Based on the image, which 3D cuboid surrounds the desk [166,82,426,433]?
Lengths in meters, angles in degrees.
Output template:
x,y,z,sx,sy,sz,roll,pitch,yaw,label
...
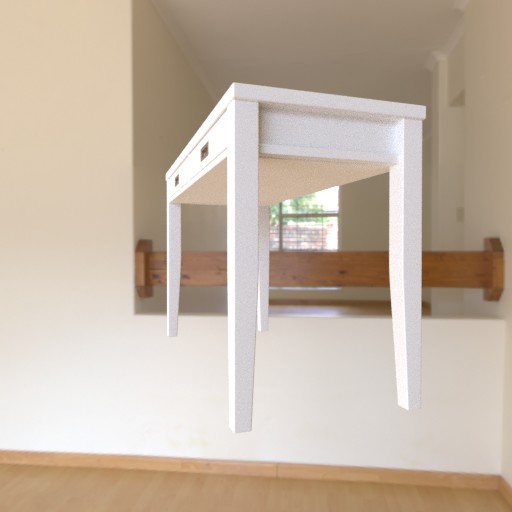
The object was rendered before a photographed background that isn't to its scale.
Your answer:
x,y,z,sx,sy,sz,roll,pitch,yaw,label
0.000,0.000,1.627,0.508,0.775,1.220,0,1,-18,desk
